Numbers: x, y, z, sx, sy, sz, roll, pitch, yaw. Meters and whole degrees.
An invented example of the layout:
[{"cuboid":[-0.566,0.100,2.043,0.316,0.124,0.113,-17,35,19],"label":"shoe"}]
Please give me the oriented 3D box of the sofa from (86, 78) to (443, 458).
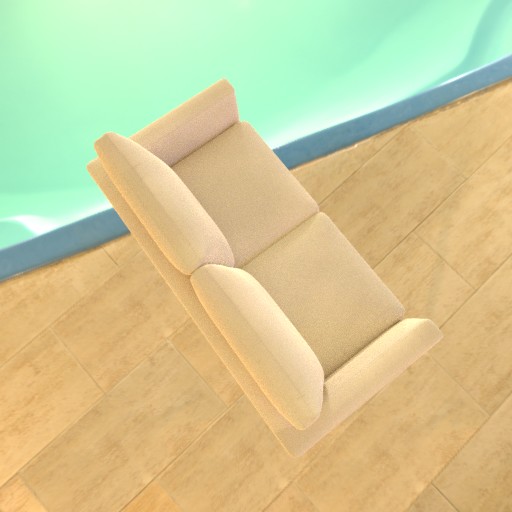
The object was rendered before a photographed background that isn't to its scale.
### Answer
[{"cuboid":[0.000,0.000,2.334,0.906,0.995,1.739,-36,78,-9],"label":"sofa"}]
